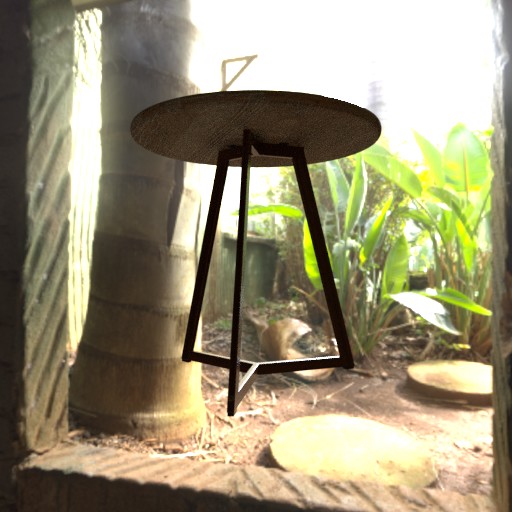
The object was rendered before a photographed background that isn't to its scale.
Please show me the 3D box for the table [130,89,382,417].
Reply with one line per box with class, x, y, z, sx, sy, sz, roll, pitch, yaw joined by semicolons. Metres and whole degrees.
table;0.000;0.000;0.916;0.500;0.500;0.500;0;0;0
